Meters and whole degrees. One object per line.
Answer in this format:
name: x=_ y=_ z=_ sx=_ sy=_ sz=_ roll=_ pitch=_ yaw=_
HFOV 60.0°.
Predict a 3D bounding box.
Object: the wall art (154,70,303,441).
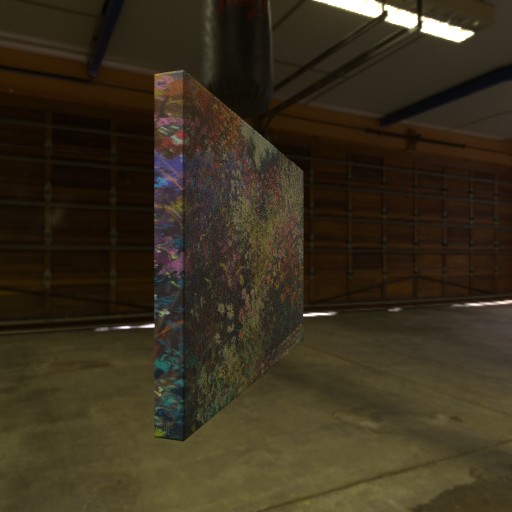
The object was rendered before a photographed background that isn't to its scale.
wall art: x=0.000 y=0.000 z=0.780 sx=0.037 sy=0.406 sz=0.610 roll=0 pitch=0 yaw=18
